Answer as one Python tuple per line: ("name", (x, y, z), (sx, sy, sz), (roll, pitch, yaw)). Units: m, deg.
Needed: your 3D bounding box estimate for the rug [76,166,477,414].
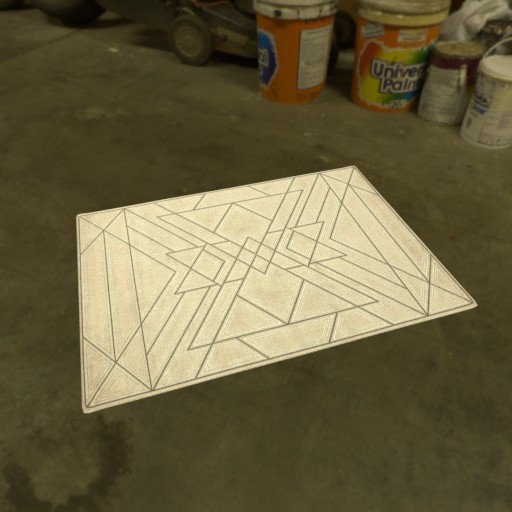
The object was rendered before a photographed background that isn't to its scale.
("rug", (0.000, 0.000, 4.399), (3.381, 0.026, 2.436), (-12, 45, -13))
